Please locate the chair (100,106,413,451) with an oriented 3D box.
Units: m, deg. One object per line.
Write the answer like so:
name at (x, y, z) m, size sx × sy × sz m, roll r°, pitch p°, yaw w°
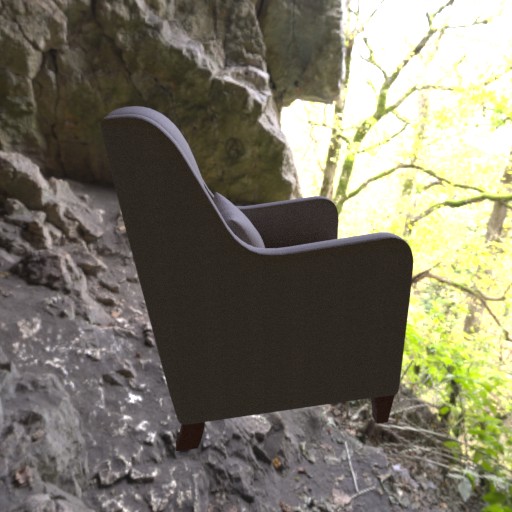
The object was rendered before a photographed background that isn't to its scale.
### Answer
chair at (0.000, 0.000, 1.591) m, size 0.890 × 1.017 × 0.715 m, roll -3°, pitch 18°, yaw -10°
